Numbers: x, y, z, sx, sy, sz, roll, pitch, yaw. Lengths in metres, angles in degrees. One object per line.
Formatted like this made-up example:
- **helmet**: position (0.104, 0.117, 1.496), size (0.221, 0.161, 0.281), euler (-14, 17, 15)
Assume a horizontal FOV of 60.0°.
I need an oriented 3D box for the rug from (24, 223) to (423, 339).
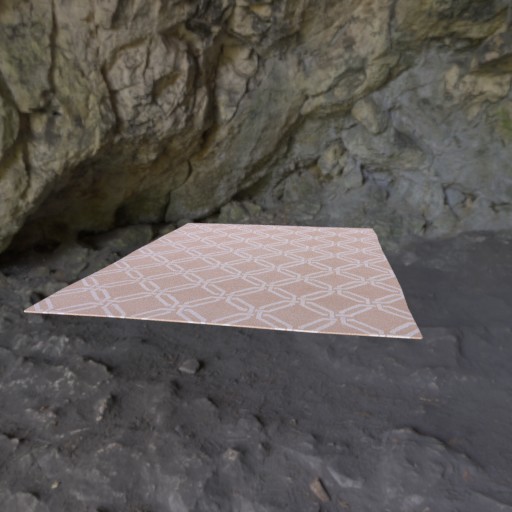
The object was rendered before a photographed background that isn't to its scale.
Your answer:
- **rug**: position (0.000, 0.000, 4.213), size (2.452, 0.020, 3.365), euler (2, 14, 9)
